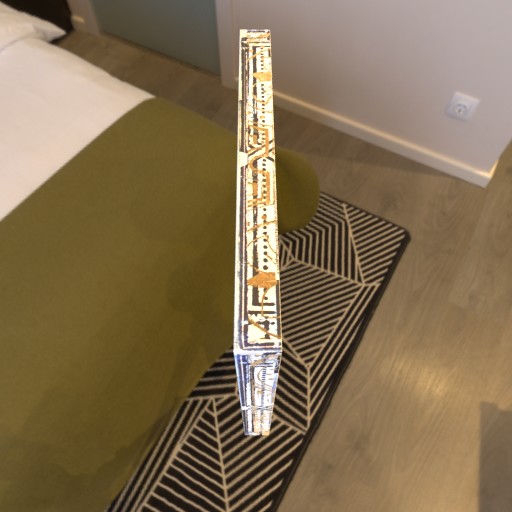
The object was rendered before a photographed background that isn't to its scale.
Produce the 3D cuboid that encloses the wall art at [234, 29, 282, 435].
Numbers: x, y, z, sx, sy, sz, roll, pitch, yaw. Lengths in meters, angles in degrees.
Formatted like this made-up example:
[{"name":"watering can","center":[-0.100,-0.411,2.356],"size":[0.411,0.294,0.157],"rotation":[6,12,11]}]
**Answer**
[{"name":"wall art","center":[0.000,0.000,0.622],"size":[0.038,0.410,0.411],"rotation":[0,60,0]}]
